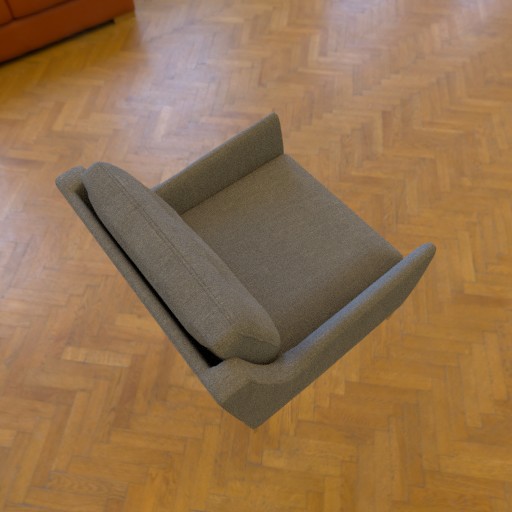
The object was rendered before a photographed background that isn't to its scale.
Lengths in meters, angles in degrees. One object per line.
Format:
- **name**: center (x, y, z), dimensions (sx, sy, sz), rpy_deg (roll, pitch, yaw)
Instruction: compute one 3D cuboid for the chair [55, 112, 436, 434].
- **chair**: center (0.000, 0.000, 1.536), dimensions (0.849, 0.828, 0.847), rpy_deg (-35, 65, -19)
